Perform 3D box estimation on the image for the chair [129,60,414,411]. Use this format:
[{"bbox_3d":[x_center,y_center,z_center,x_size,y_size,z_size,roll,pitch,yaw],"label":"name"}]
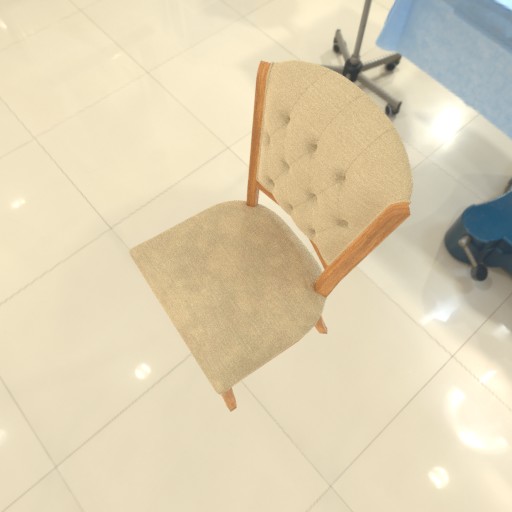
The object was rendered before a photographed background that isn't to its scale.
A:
[{"bbox_3d":[0.000,0.000,1.256,0.584,0.905,0.513,-32,68,-14],"label":"chair"}]
